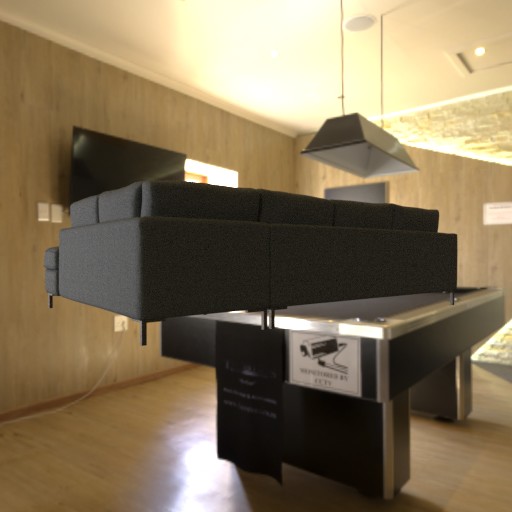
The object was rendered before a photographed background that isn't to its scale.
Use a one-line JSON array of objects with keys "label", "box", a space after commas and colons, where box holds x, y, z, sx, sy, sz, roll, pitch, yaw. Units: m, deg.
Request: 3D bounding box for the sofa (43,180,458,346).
[{"label": "sofa", "box": [0.000, 0.000, 3.783, 2.975, 0.858, 1.984, 0, 0, -37]}]
